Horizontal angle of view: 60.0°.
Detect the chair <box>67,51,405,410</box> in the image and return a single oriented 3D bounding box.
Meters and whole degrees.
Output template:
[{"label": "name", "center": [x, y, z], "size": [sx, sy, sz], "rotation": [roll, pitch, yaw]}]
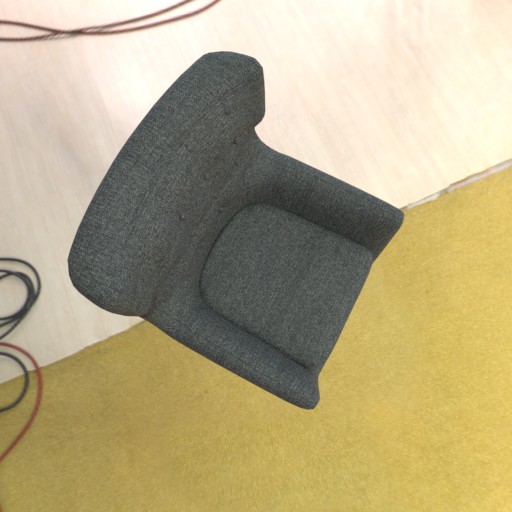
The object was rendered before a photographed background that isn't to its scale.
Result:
[{"label": "chair", "center": [0.000, 0.000, 1.721], "size": [0.904, 1.063, 0.878], "rotation": [27, 76, 7]}]
